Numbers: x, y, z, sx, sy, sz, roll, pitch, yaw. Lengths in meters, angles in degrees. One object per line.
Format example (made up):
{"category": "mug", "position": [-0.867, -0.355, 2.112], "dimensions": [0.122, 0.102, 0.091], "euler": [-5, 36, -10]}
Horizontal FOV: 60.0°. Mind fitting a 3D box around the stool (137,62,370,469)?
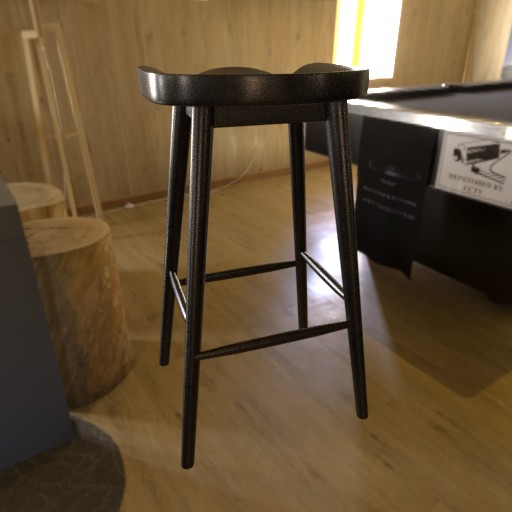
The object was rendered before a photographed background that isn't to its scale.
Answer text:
{"category": "stool", "position": [0.000, 0.000, 0.957], "dimensions": [0.440, 0.749, 0.361], "euler": [-9, 28, -17]}
